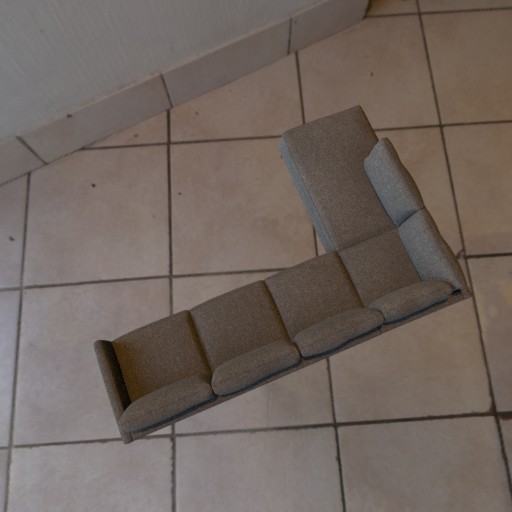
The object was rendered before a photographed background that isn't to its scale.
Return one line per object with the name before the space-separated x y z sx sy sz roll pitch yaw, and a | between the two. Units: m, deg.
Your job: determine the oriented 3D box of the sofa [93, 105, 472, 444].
sofa | 0.000 0.000 3.778 2.949 0.815 2.007 -22 76 -6
